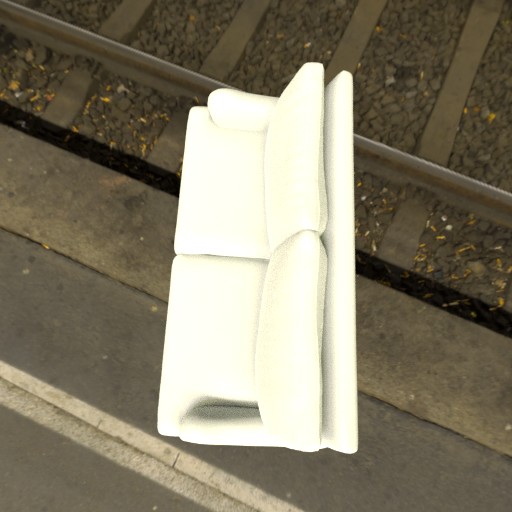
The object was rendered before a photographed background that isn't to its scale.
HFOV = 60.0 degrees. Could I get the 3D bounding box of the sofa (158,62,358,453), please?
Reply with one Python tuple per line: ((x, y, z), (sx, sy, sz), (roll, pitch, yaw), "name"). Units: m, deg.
((0.000, 0.000, 2.793), (1.069, 1.096, 2.193), (3, 74, 1), "sofa")
